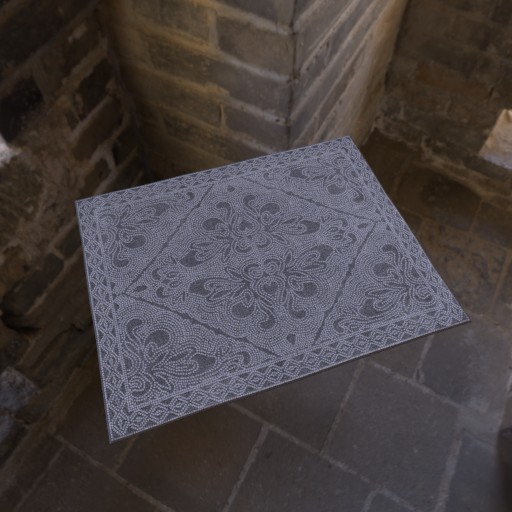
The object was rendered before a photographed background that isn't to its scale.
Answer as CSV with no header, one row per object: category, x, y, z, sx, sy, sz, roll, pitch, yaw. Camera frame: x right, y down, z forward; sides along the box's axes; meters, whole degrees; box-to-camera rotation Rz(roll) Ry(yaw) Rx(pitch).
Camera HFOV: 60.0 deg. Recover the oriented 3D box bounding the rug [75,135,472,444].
rug,0.000,0.000,4.092,3.048,0.012,2.438,-15,58,-10
